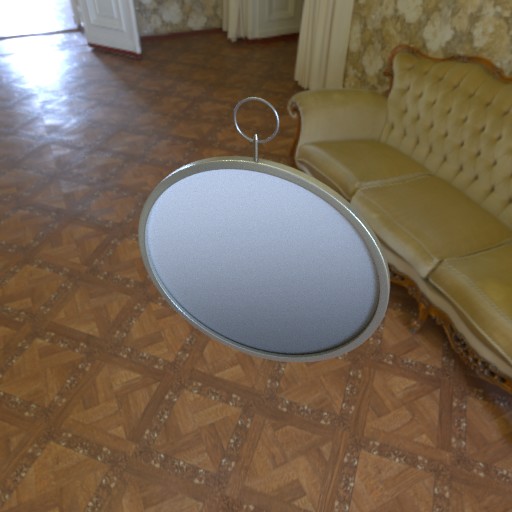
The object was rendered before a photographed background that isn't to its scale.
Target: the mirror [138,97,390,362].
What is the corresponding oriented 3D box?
[{"bbox_3d":[0.000,0.000,0.984,0.594,0.713,0.020,12,43,14],"label":"mirror"}]
